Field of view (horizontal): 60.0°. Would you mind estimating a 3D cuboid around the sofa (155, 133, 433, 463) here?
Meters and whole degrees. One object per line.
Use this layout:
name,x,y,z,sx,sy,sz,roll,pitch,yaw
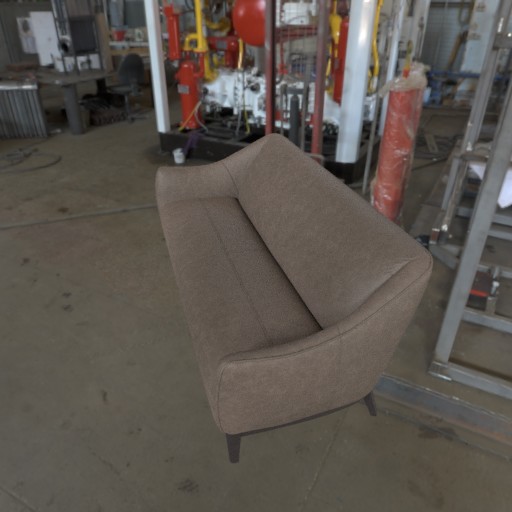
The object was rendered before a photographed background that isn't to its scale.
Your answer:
sofa,0.000,0.000,2.385,0.869,0.831,1.928,-9,32,-14
